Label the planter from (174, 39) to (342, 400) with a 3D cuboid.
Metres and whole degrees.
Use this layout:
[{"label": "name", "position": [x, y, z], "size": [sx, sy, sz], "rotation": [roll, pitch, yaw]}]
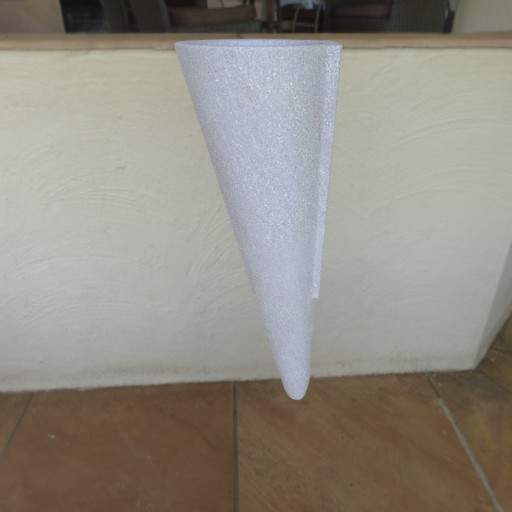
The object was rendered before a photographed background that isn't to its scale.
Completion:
[{"label": "planter", "position": [0.000, 0.000, 0.298], "size": [0.087, 0.259, 0.078], "rotation": [0, 28, 0]}]
